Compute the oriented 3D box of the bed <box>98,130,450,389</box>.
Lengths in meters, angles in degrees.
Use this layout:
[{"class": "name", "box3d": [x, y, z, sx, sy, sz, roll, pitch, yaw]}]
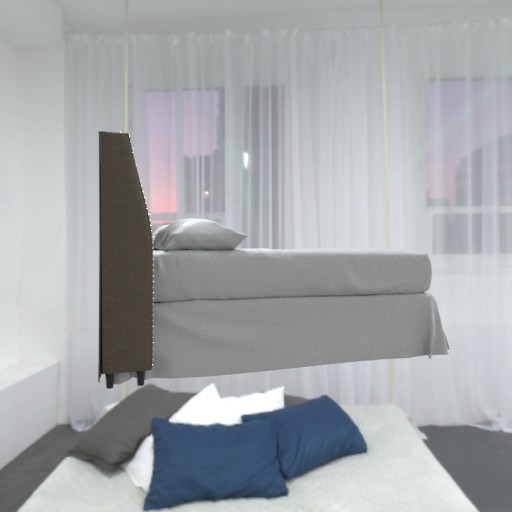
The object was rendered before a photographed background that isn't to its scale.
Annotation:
[{"class": "bed", "box3d": [0.000, 0.000, 3.460, 2.276, 1.332, 1.925, 0, 1, -18]}]
